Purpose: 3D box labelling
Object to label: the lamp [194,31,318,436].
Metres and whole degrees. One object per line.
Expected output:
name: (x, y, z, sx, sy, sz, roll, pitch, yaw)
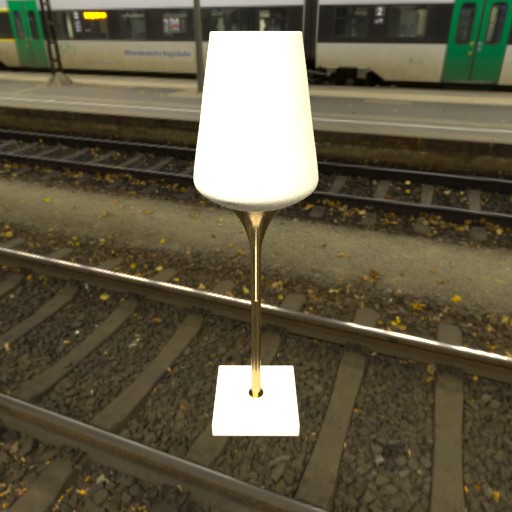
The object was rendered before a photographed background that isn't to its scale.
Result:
lamp: (0.000, 0.000, 0.707, 0.181, 0.639, 0.181, 0, 27, 0)
